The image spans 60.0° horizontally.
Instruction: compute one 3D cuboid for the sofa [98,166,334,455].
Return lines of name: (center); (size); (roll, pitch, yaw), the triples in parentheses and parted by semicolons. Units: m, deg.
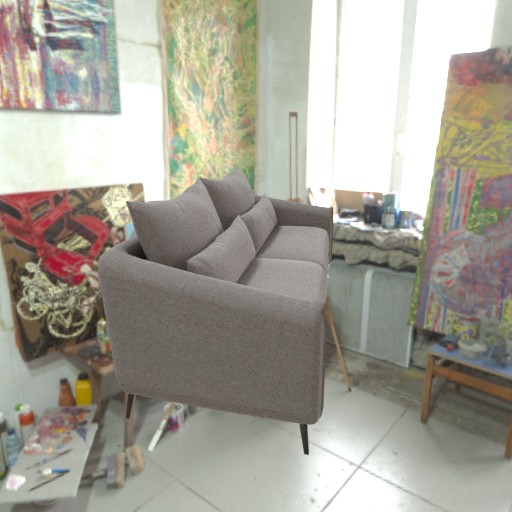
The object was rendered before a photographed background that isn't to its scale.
sofa: (0.000, 0.000, 2.407); (0.809, 0.833, 2.022); (3, 16, 10)
